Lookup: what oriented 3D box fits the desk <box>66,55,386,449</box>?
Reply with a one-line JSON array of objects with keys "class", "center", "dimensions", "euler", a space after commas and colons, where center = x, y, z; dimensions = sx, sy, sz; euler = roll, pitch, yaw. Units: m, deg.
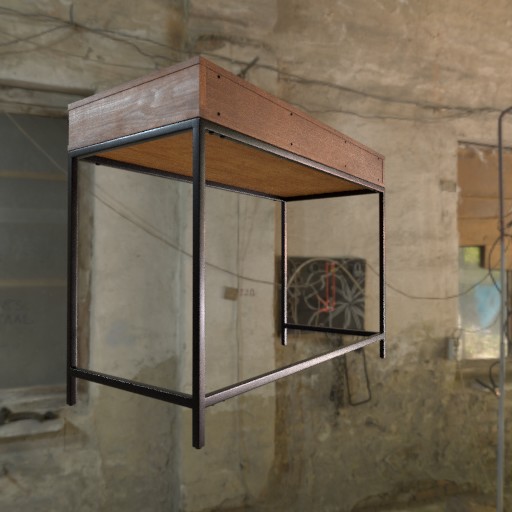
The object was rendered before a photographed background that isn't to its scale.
[{"class": "desk", "center": [0.000, 0.000, 1.402], "dimensions": [0.470, 0.762, 1.016], "euler": [-1, -1, 36]}]
